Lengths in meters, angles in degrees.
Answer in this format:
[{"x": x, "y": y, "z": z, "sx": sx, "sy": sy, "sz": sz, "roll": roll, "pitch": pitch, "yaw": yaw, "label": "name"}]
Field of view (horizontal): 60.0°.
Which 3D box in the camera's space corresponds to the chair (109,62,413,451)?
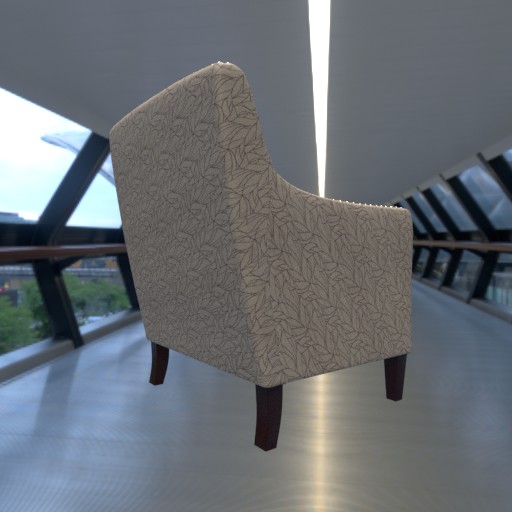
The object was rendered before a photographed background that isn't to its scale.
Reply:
[{"x": 0.000, "y": 0.000, "z": 1.293, "sx": 0.651, "sy": 0.816, "sz": 0.623, "roll": -1, "pitch": 2, "yaw": -37, "label": "chair"}]
